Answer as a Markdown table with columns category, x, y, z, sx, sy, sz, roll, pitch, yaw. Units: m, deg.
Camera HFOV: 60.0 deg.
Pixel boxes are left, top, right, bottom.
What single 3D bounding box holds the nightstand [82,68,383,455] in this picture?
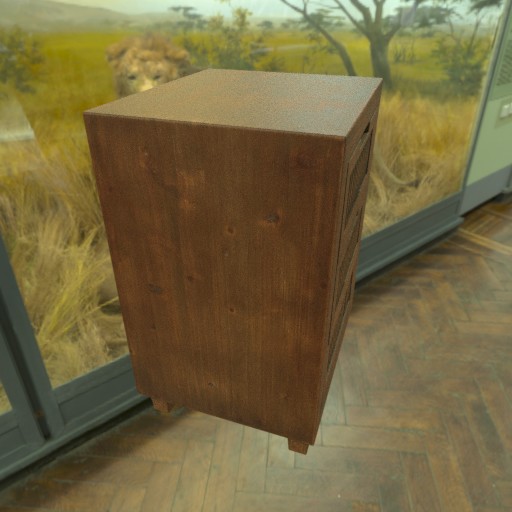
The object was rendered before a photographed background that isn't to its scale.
| category | x | y | z | sx | sy | sz | roll | pitch | yaw |
| --- | --- | --- | --- | --- | --- | --- | --- | --- | --- |
| nightstand | 0.000 | 0.000 | 0.985 | 0.410 | 0.695 | 0.465 | 10 | 32 | 17 |
